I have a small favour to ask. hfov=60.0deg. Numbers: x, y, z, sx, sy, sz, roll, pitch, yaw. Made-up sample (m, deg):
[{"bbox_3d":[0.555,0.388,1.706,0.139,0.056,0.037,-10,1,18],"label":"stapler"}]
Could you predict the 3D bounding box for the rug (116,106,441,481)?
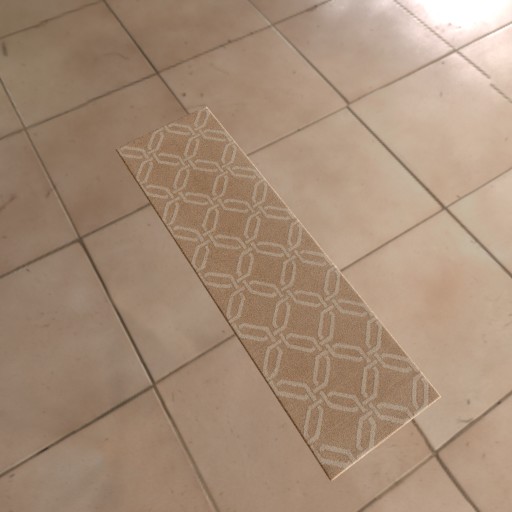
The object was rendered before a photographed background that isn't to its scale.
[{"bbox_3d":[0.000,0.000,2.508,0.678,0.014,2.276,-30,67,-14],"label":"rug"}]
